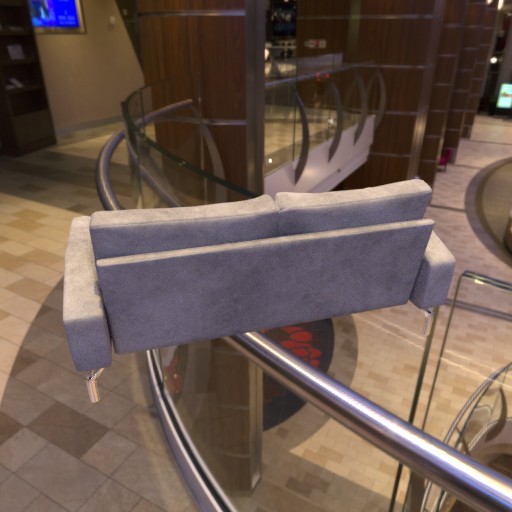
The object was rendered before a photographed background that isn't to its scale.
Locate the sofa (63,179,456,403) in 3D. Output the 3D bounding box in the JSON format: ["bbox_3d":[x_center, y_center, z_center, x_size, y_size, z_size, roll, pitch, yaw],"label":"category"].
[{"bbox_3d":[0.000,0.000,2.346,1.837,0.859,0.849,-8,28,-15],"label":"sofa"}]
